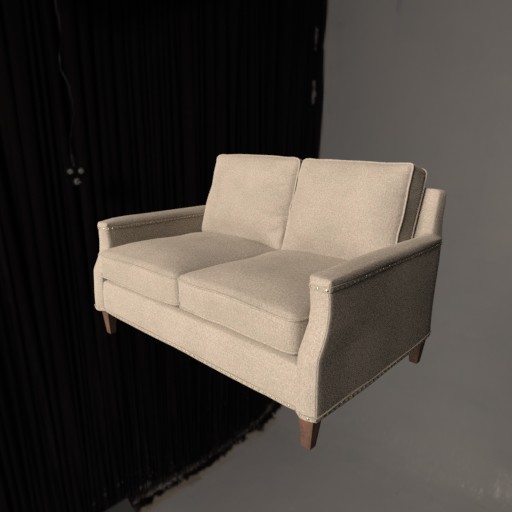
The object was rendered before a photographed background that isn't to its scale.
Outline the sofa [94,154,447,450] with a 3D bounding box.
[{"bbox_3d":[0.000,0.000,2.323,1.597,1.003,1.084,14,20,42],"label":"sofa"}]
